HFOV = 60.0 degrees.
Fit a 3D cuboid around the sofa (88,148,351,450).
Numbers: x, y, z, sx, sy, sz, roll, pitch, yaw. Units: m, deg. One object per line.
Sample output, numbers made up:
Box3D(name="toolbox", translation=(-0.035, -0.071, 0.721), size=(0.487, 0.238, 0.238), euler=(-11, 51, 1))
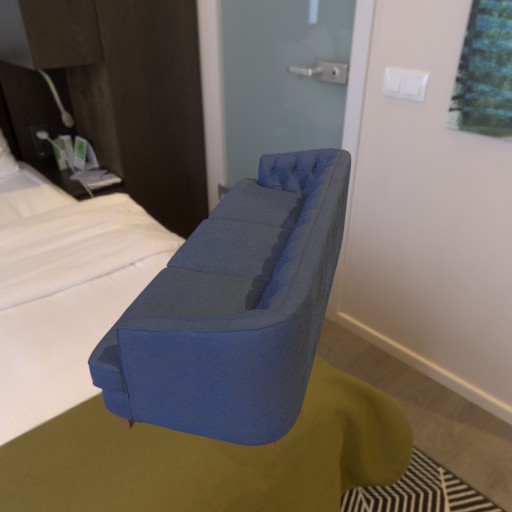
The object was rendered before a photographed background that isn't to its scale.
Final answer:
Box3D(name="sofa", translation=(0.000, 0.000, 2.754), size=(0.941, 0.855, 2.278), euler=(8, 32, 14))
